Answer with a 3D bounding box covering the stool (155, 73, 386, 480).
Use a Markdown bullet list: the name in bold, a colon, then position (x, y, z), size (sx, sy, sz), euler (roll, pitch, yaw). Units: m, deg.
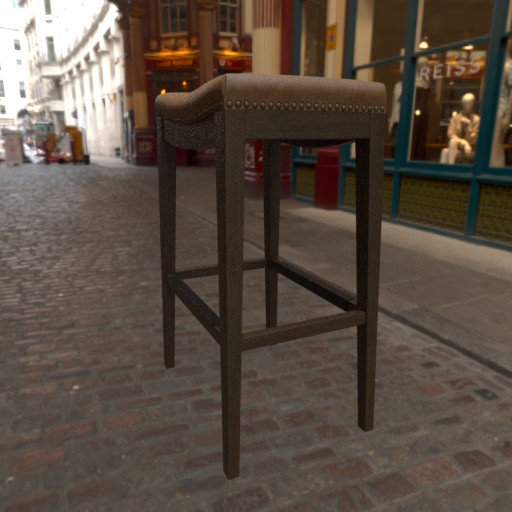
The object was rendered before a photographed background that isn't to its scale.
- **stool**: position (0.000, 0.000, 1.063), size (0.361, 0.759, 0.500), euler (-7, 17, -25)
